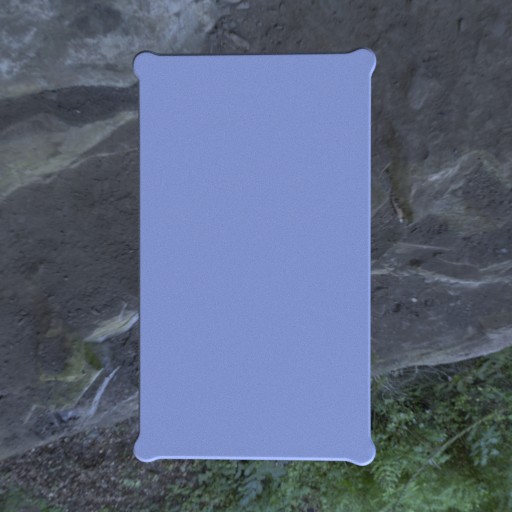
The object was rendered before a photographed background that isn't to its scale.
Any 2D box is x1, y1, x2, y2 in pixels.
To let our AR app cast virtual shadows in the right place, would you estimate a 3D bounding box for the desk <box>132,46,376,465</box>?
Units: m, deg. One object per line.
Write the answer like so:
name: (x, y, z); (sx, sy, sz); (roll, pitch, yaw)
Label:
desk: (0.000, 0.000, 1.836); (0.807, 0.762, 1.380); (0, 90, 1)
